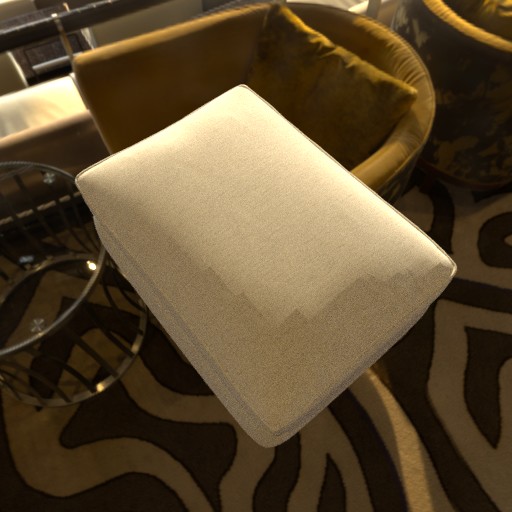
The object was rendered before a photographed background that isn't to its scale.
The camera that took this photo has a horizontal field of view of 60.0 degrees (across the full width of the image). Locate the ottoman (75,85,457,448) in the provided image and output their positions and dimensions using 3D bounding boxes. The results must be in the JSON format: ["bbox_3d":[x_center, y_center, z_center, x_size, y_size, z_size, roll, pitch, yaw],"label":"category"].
[{"bbox_3d":[0.000,0.000,0.992,0.501,0.406,0.665,-36,67,-18],"label":"ottoman"}]
